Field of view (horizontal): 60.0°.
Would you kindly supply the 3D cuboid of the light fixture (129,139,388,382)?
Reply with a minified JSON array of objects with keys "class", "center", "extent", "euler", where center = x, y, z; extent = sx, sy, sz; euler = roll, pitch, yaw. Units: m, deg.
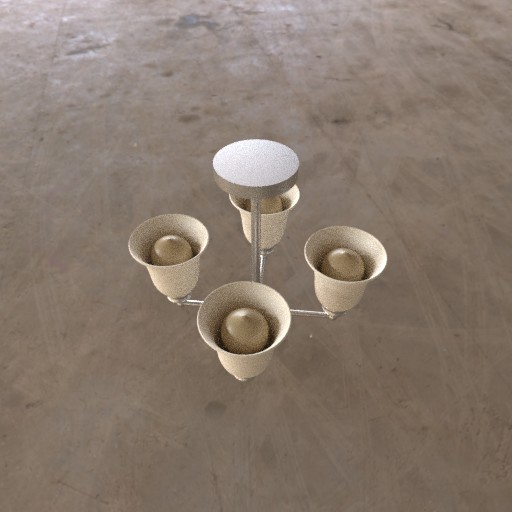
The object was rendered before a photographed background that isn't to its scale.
[{"class":"light fixture","center":[0.000,0.000,0.749],"extent":[0.427,0.370,0.427],"euler":[4,45,5]}]
